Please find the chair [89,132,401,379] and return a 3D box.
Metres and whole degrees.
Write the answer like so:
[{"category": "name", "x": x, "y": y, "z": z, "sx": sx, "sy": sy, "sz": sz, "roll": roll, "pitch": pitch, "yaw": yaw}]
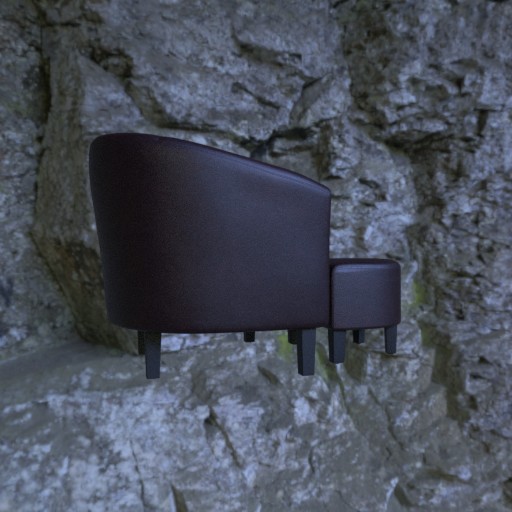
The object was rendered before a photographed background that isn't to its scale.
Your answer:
[{"category": "chair", "x": 0.000, "y": 0.000, "z": 1.660, "sx": 1.176, "sy": 0.755, "sz": 0.737, "roll": 0, "pitch": -1, "yaw": -18}]
